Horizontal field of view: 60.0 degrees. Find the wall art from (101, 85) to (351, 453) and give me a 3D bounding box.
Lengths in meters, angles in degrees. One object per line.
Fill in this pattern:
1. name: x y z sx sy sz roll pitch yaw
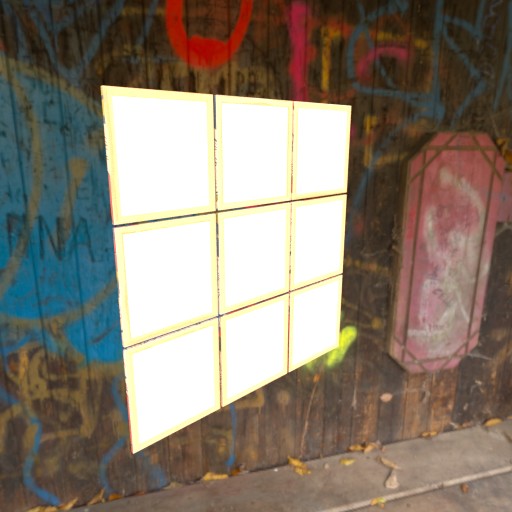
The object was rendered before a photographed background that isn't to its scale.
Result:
1. wall art: 0.000 0.000 1.811 1.206 1.218 0.013 -14 20 -42
